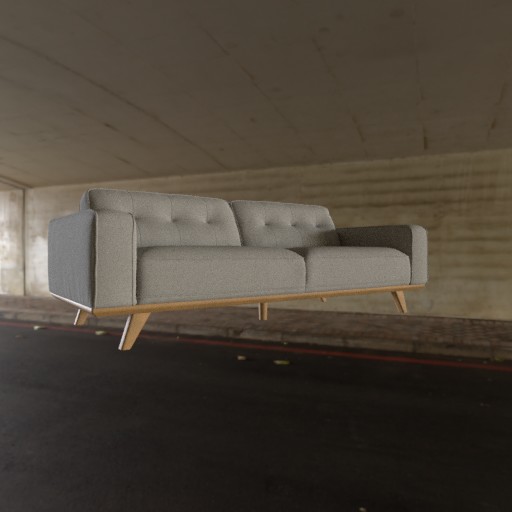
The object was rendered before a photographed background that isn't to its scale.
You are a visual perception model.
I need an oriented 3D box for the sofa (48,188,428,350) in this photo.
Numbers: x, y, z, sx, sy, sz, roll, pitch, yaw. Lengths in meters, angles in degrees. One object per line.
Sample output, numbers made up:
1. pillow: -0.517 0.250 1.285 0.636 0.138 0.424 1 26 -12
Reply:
1. sofa: 0.000 0.000 2.766 2.270 0.781 0.956 -1 1 -36
